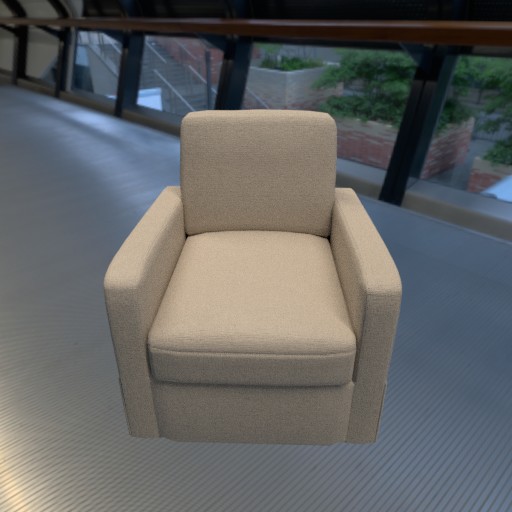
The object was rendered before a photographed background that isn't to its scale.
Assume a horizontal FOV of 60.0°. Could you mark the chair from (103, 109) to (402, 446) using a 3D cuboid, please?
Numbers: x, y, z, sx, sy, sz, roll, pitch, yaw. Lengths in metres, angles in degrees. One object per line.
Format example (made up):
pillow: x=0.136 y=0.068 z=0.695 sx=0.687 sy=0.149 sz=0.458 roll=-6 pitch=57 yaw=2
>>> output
chair: x=0.000 y=0.000 z=1.492 sx=0.755 sy=0.827 sz=0.888 roll=1 pitch=30 yaw=2
